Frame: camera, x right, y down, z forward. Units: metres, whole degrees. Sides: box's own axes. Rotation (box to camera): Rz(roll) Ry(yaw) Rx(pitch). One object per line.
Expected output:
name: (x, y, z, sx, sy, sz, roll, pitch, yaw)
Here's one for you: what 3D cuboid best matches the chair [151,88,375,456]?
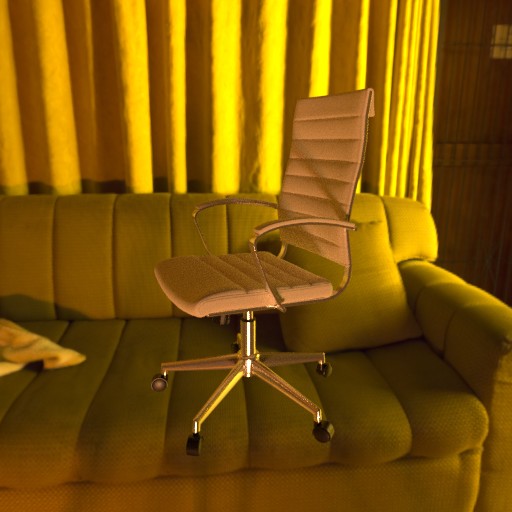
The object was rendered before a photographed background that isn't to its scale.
chair: (0.000, 0.000, 1.628, 0.739, 1.149, 0.766, -7, 16, -25)
